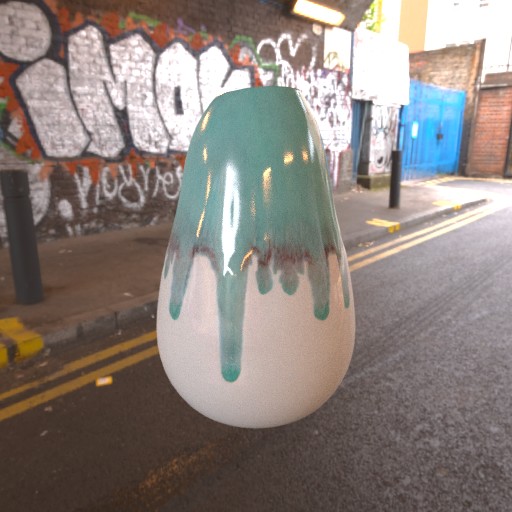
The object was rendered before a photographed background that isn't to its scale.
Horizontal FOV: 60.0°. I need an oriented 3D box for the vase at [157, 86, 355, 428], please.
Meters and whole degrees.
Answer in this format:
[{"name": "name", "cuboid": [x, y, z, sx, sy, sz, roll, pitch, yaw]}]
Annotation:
[{"name": "vase", "cuboid": [0.000, 0.000, 0.255, 0.116, 0.179, 0.116, 0, 15, 0]}]
